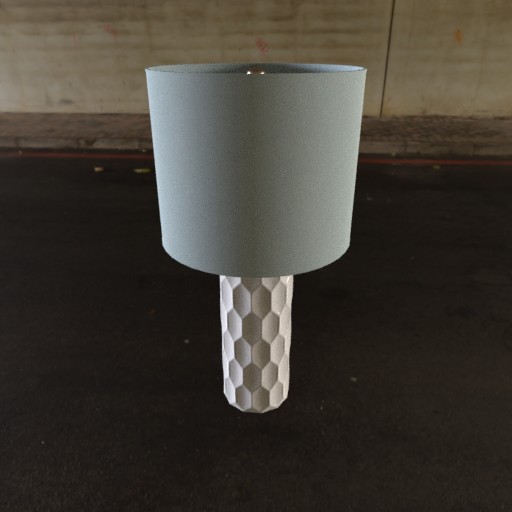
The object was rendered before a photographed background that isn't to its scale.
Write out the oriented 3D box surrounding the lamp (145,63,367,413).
[{"bbox_3d":[0.000,0.000,0.681,0.277,0.534,0.277,18,31,32],"label":"lamp"}]
